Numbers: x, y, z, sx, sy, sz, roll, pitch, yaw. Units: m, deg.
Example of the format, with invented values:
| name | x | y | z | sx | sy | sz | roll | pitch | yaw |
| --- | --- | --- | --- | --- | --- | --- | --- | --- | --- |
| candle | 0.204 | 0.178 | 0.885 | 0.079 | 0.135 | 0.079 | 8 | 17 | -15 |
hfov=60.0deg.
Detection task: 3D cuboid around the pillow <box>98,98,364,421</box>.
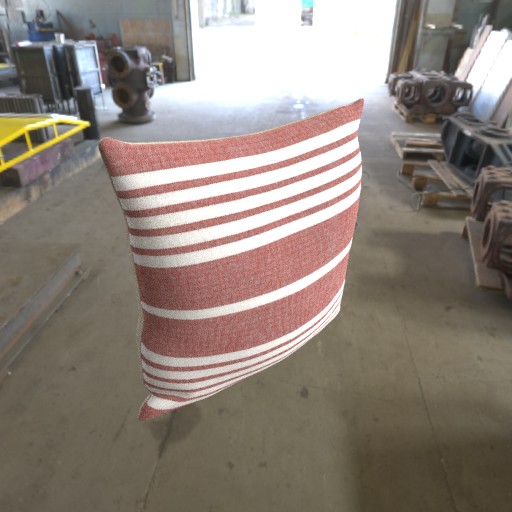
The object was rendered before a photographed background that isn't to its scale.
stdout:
| name | x | y | z | sx | sy | sz | roll | pitch | yaw |
| --- | --- | --- | --- | --- | --- | --- | --- | --- | --- |
| pillow | 0.000 | 0.000 | 0.678 | 0.439 | 0.427 | 0.182 | -22 | 36 | -33 |
